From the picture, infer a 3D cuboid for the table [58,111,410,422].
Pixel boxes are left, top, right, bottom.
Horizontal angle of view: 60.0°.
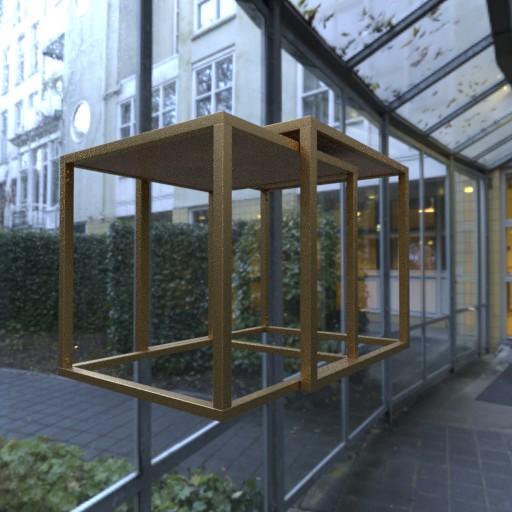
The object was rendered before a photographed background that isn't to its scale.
[{"bbox_3d":[0.000,0.000,1.089,0.505,0.505,0.762,-1,-1,37],"label":"table"}]
